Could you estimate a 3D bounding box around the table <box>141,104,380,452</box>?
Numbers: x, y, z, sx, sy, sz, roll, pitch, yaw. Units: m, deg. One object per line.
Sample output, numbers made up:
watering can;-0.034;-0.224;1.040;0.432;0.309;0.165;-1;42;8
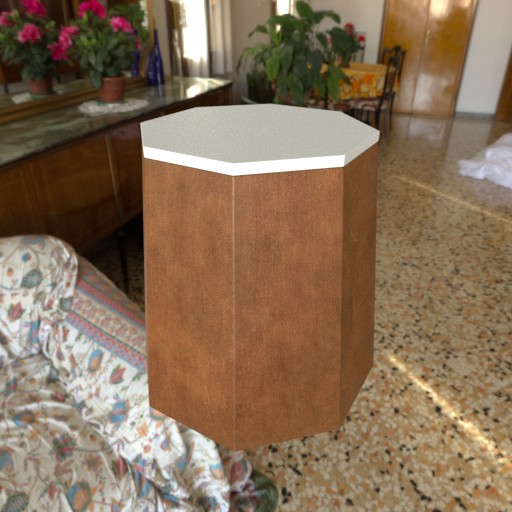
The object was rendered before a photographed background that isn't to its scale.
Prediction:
table;0.000;0.000;0.794;0.439;0.457;0.439;-8;30;-14
